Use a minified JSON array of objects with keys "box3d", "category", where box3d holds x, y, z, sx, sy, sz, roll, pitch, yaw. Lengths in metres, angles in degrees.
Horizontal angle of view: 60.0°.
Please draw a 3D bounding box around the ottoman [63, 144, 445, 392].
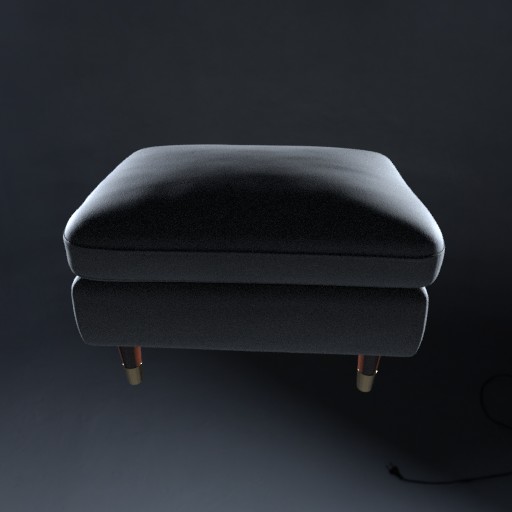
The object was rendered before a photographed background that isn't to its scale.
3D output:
[{"box3d":[0.000,0.000,1.122,0.747,0.478,0.593,1,29,2],"category":"ottoman"}]
